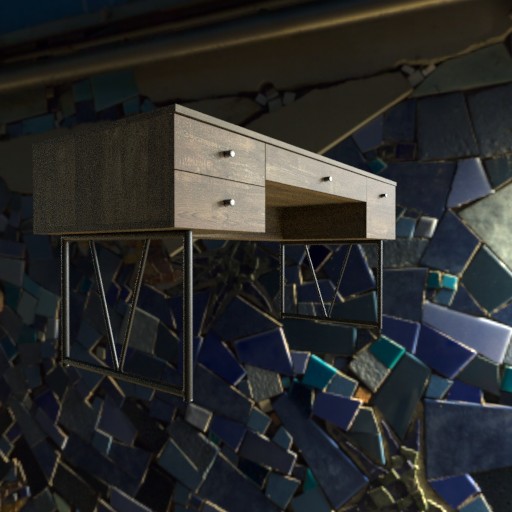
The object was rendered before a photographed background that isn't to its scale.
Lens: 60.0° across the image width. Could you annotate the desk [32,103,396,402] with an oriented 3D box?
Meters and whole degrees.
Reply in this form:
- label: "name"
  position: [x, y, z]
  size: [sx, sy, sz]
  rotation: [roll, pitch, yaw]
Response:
- label: "desk"
  position: [0.000, 0.000, 1.955]
  size: [0.730, 0.780, 1.600]
  rotation: [1, 1, 37]
